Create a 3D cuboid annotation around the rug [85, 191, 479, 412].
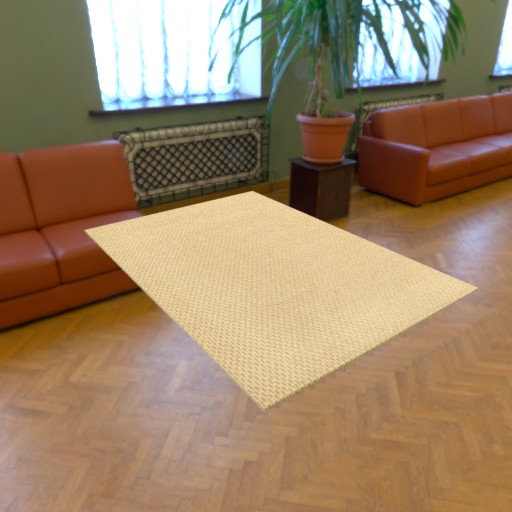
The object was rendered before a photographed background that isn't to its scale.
[{"bbox_3d":[0.000,0.000,2.848,1.509,0.013,2.144,-18,32,-32],"label":"rug"}]
